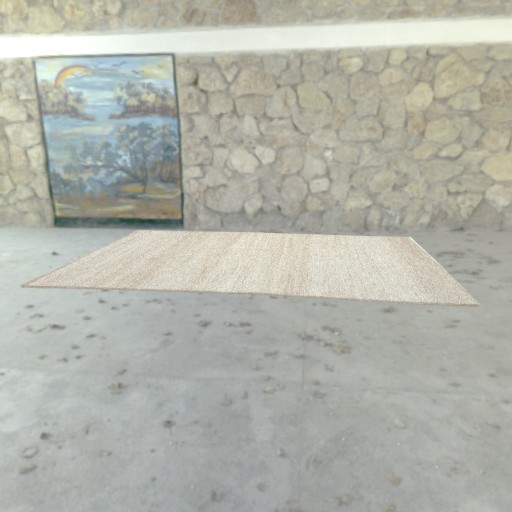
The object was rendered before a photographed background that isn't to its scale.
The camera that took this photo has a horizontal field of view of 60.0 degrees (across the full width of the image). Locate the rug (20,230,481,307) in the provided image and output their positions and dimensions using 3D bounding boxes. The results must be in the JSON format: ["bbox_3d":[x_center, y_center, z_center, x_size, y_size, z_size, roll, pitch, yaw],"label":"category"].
[{"bbox_3d":[0.000,0.000,2.917,2.283,0.030,1.596,2,14,8],"label":"rug"}]
